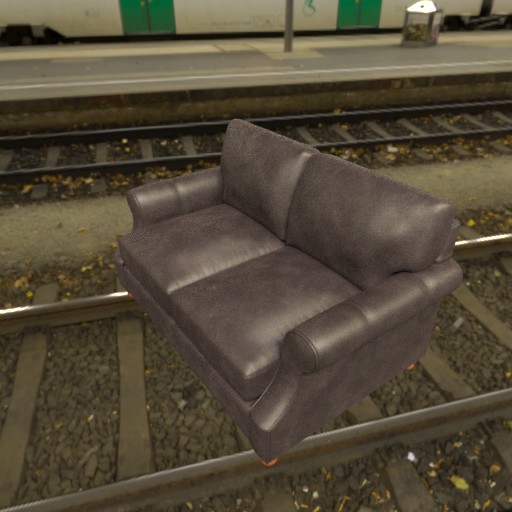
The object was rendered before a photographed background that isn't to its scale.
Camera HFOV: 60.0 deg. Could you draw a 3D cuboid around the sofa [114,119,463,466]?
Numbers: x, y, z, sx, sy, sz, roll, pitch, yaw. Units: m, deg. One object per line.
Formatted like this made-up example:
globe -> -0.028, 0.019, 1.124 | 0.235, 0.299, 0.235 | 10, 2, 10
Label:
sofa -> 0.000, 0.000, 2.287 | 1.030, 0.979, 1.663 | -21, 38, -30
